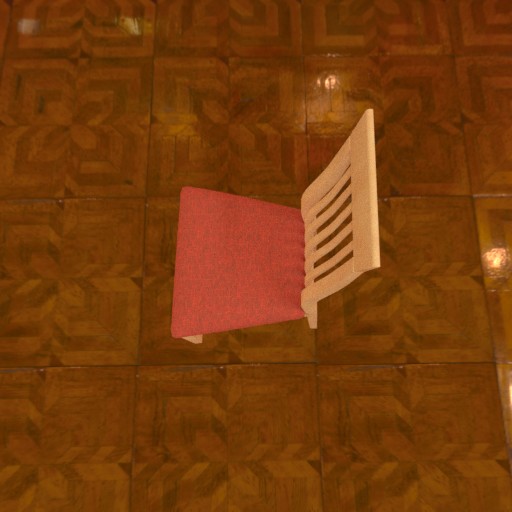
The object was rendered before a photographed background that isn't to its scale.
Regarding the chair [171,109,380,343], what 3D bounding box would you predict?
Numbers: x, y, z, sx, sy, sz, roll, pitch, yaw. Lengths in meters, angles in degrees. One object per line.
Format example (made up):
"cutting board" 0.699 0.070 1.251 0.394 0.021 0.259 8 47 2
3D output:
"chair" 0.000 0.000 1.249 0.474 1.027 0.460 1 76 0
